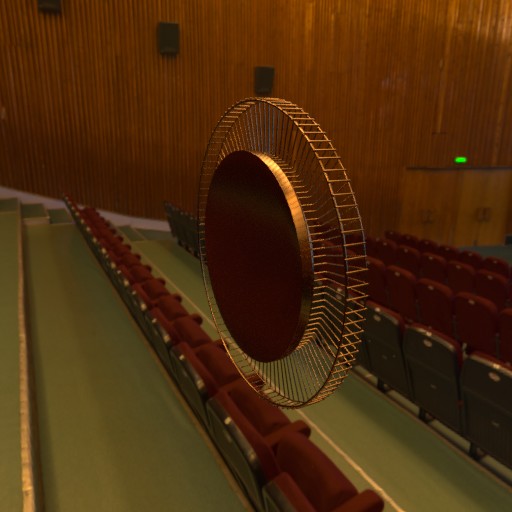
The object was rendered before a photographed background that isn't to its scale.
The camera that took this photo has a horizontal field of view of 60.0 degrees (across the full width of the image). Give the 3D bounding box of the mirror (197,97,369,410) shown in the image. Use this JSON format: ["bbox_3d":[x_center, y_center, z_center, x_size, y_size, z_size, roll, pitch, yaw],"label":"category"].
[{"bbox_3d":[0.000,0.000,1.044,0.067,0.703,0.703,-8,18,-27],"label":"mirror"}]
